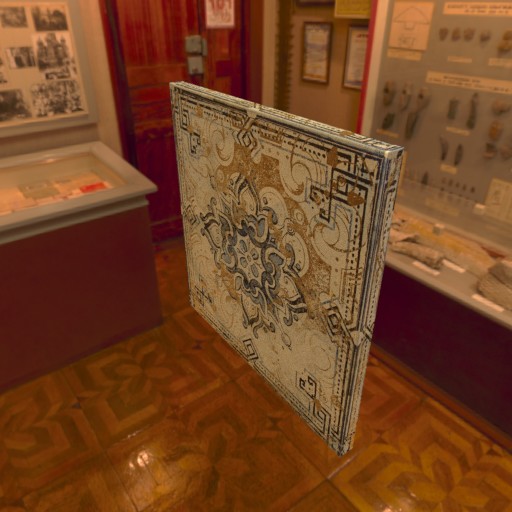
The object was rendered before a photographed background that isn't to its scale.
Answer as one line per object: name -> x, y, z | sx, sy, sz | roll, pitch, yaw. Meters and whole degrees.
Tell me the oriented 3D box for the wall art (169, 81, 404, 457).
wall art -> 0.000, 0.000, 0.928 | 0.036, 0.607, 0.609 | -20, 36, -30
